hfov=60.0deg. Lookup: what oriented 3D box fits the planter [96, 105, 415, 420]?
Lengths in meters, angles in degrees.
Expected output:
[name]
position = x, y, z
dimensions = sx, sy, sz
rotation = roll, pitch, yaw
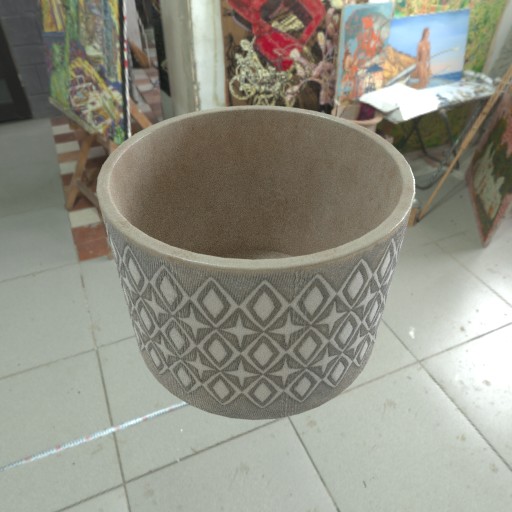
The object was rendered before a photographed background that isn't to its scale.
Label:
[planter]
position = 0.000, 0.000, 0.277
dimensions = 0.164, 0.127, 0.164
rotation = 0, 41, 0
